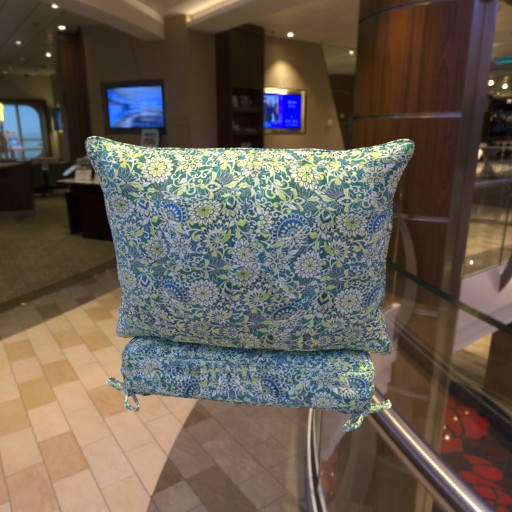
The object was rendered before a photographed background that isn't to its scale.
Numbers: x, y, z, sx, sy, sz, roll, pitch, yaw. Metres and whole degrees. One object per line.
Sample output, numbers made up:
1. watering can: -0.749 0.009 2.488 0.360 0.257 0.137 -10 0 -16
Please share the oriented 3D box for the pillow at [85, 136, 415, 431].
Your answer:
1. pillow: 0.000 0.000 1.377 0.798 0.722 0.740 2 16 8
